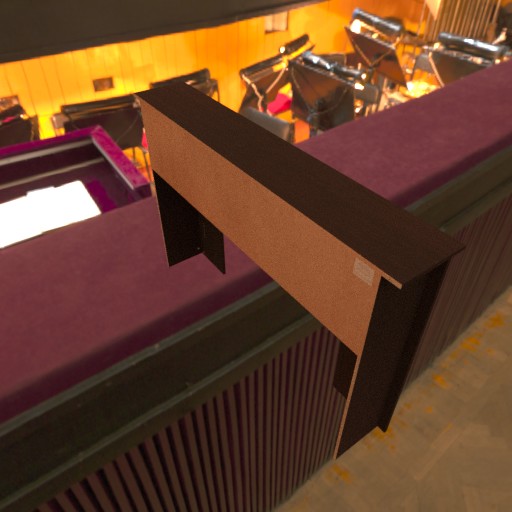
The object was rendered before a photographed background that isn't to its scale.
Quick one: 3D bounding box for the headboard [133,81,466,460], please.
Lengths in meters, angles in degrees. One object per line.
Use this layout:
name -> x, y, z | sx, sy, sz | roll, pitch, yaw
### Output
headboard -> 0.000, 0.000, 2.078 | 0.279, 1.092, 1.671 | -25, 46, -27
